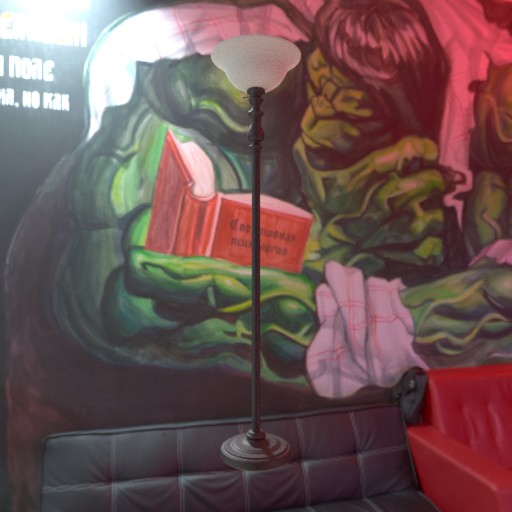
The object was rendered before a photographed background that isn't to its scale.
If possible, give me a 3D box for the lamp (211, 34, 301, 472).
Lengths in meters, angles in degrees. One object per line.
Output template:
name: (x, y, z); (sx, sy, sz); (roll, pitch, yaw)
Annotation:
lamp: (0.000, 0.000, 1.991); (0.405, 1.797, 0.405); (0, -1, 18)
